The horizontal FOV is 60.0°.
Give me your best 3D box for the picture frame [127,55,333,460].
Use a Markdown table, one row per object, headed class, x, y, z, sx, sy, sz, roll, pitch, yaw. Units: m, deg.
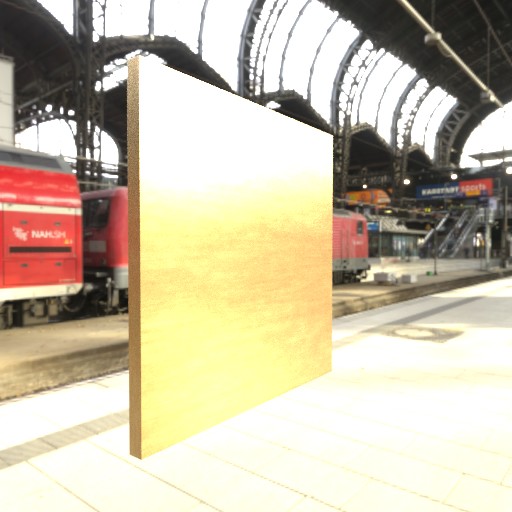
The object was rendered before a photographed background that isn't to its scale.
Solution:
| class | x | y | z | sx | sy | sz | roll | pitch | yaw |
| --- | --- | --- | --- | --- | --- | --- | --- | --- | --- |
| picture frame | 0.000 | 0.000 | 1.142 | 0.037 | 0.761 | 0.758 | 1 | 2 | 38 |
